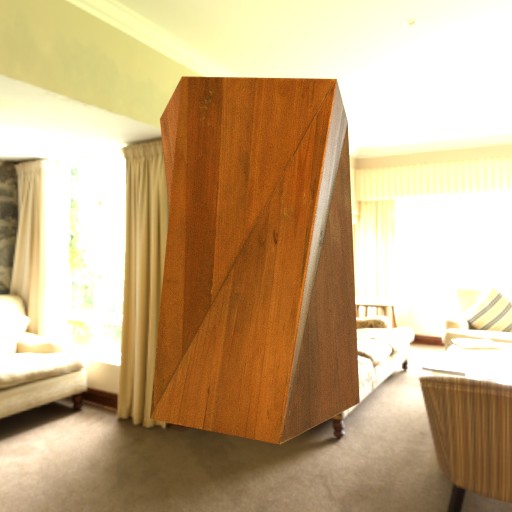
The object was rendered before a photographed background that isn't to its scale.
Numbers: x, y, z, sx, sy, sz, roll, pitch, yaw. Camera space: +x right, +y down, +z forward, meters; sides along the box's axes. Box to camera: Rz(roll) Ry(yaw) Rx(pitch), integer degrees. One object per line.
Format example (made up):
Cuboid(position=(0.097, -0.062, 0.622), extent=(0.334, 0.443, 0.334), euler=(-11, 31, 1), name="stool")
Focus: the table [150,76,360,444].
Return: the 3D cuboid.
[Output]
Cuboid(position=(0.000, 0.000, 0.923), extent=(0.441, 0.604, 0.425), euler=(0, 1, -18), name="table")
